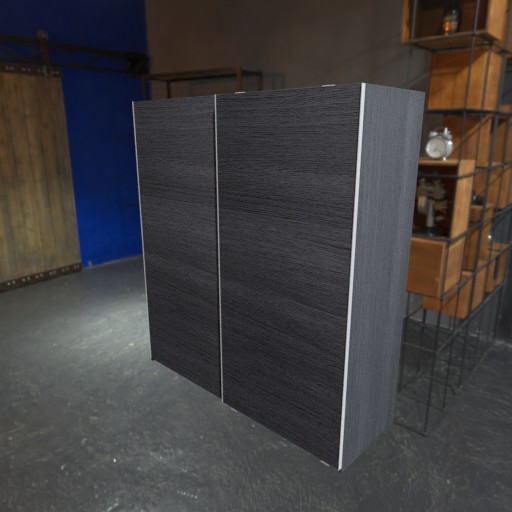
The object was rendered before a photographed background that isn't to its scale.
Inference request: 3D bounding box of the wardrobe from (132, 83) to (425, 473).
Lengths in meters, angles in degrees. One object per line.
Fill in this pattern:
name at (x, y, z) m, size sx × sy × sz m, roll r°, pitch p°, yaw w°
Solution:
wardrobe at (0.000, 0.000, 2.892) m, size 1.780 × 1.960 × 0.629 m, roll 14°, pitch 21°, yaw 41°
